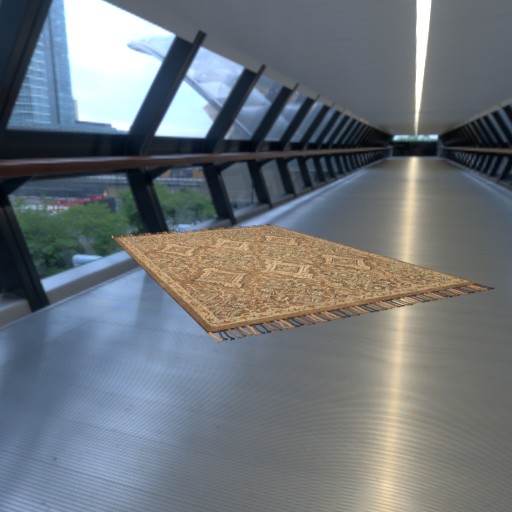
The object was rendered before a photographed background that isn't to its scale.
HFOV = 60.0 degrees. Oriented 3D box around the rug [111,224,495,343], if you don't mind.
[{"bbox_3d":[0.000,0.000,2.984,1.516,0.010,2.434,-6,14,-26],"label":"rug"}]
